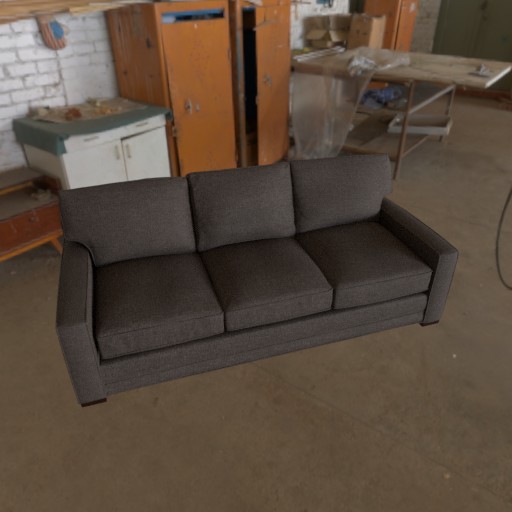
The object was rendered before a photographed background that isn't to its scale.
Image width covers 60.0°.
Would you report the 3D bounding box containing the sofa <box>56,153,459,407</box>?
[{"bbox_3d":[0.000,0.000,2.896,2.369,0.978,1.004,-10,33,-15],"label":"sofa"}]
